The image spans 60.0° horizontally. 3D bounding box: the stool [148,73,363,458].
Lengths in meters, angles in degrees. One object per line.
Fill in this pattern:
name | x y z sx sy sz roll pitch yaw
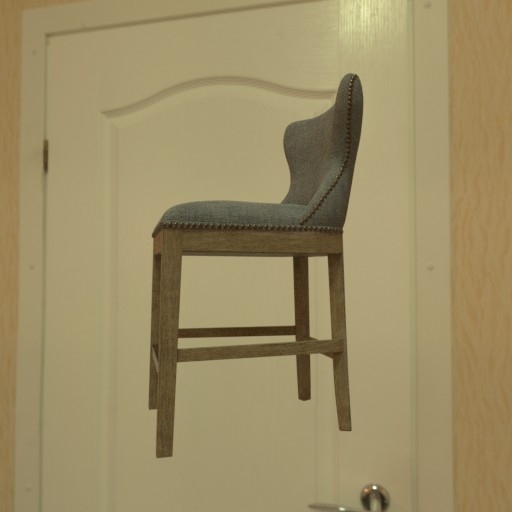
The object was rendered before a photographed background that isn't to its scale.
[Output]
stool | 0.000 0.000 1.339 0.608 0.981 0.498 0 -1 -16
